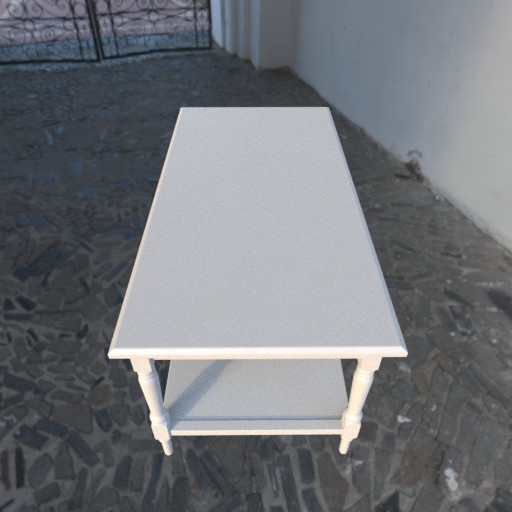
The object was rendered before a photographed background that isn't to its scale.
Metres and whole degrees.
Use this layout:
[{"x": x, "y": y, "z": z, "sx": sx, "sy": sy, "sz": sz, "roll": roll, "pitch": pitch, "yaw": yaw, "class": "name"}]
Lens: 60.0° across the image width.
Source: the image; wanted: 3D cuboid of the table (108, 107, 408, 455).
[{"x": 0.000, "y": 0.000, "z": 1.392, "sx": 0.551, "sy": 0.506, "sz": 1.109, "roll": 0, "pitch": 41, "yaw": 0, "class": "table"}]
